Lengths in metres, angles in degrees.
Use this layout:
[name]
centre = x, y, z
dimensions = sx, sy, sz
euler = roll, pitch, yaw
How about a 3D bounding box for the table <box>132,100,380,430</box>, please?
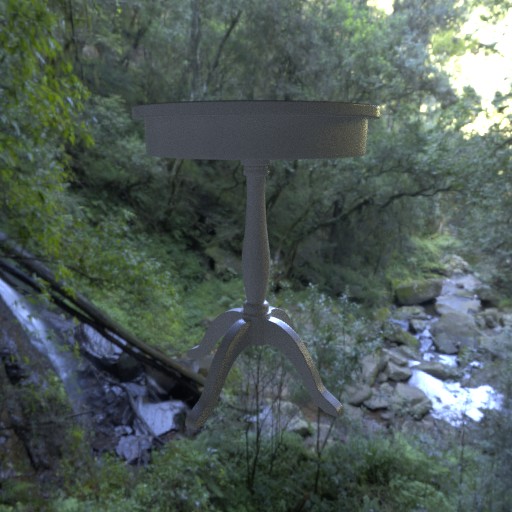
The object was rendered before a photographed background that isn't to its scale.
[table]
centre = 0.000, 0.000, 1.032
dimensions = 0.513, 0.653, 0.513
euler = 0, 15, 0
